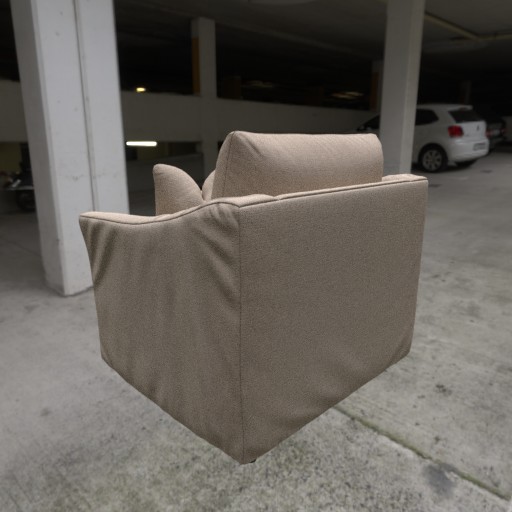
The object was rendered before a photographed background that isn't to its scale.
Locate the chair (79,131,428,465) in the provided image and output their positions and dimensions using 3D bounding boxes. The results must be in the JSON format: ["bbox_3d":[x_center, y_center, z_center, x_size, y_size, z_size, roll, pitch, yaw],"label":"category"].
[{"bbox_3d":[0.000,0.000,2.041,1.194,1.093,1.071,-14,21,-43],"label":"chair"}]
